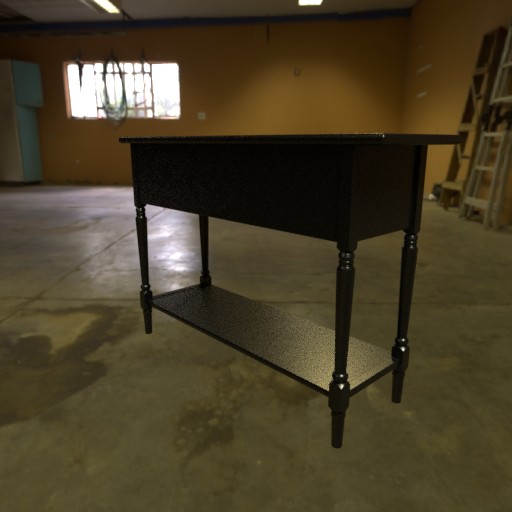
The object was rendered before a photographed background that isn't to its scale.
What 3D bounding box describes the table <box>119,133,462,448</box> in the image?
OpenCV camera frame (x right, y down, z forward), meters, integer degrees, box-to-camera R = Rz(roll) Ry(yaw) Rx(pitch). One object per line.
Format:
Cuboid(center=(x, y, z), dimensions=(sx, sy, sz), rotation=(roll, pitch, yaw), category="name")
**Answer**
Cuboid(center=(0.000, 0.000, 1.568), dimensions=(0.386, 0.819, 1.191), rotation=(-13, 20, -41), category="table")
